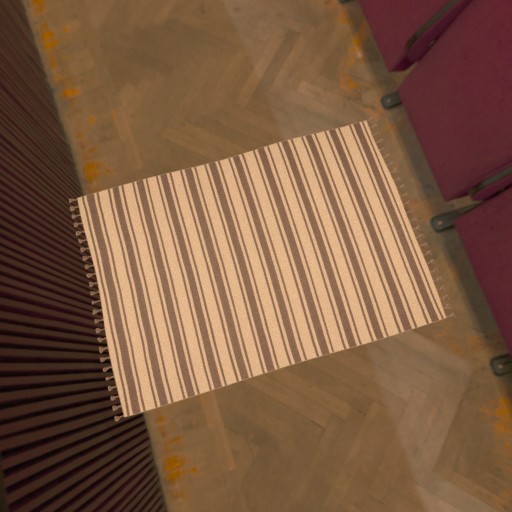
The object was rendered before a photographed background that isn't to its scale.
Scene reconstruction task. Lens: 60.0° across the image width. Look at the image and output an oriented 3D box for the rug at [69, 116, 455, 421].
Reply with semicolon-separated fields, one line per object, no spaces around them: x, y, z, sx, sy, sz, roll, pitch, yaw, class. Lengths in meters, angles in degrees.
0.000;0.000;3.970;3.040;0.017;2.030;-16;77;-4;rug
